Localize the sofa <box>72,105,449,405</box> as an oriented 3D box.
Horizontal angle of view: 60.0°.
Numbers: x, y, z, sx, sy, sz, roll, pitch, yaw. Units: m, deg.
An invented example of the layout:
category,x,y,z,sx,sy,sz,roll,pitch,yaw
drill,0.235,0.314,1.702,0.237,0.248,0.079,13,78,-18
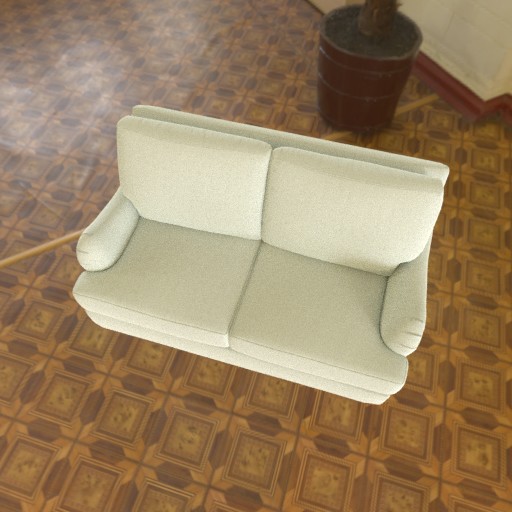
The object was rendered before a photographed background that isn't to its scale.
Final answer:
category,x,y,z,sx,sy,sz,roll,pitch,yaw
sofa,0.000,0.000,2.531,1.853,1.101,1.084,14,58,9
